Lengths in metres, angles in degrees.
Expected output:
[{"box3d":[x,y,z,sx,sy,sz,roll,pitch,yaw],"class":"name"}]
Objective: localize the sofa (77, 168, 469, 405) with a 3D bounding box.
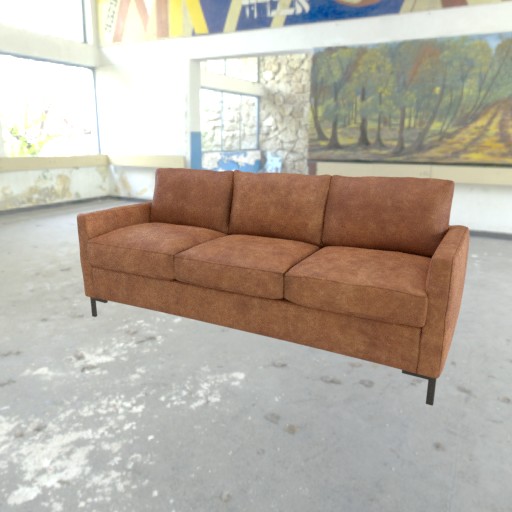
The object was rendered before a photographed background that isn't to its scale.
[{"box3d":[0.000,0.000,2.387,2.029,0.863,0.748,8,17,27],"class":"sofa"}]
